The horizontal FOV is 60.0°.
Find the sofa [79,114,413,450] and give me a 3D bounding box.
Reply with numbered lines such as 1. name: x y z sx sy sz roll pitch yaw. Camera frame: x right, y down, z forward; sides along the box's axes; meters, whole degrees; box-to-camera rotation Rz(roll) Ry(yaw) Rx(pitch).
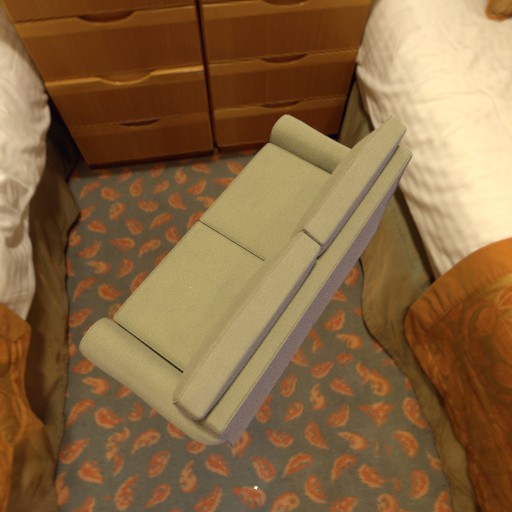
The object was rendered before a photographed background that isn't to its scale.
1. sofa: 0.000 0.000 2.360 0.841 1.024 1.823 32 67 15
